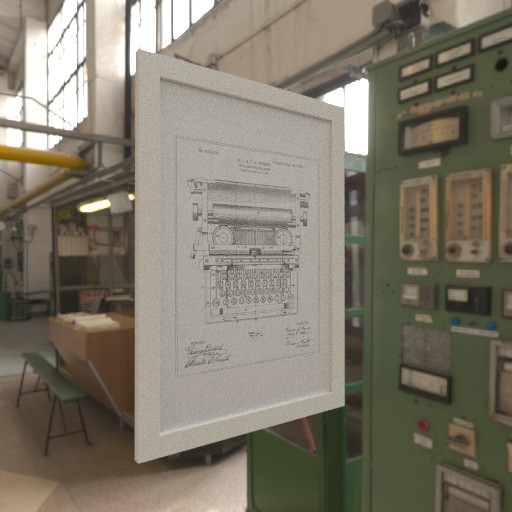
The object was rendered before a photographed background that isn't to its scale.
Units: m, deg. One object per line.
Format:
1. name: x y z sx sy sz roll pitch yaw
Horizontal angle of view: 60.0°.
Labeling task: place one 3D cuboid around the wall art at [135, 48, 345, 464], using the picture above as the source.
1. wall art: 0.000 0.000 0.685 0.381 0.533 0.013 0 0 -36
